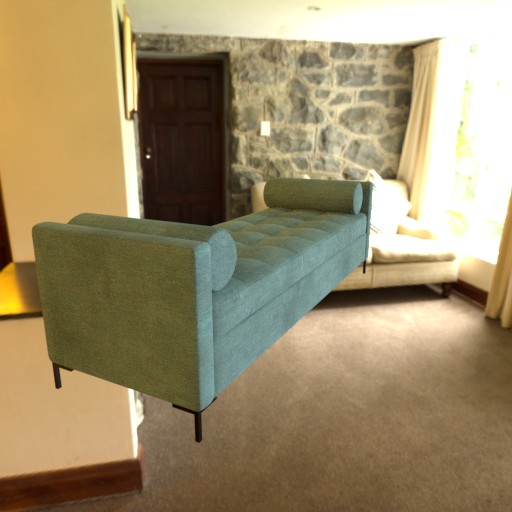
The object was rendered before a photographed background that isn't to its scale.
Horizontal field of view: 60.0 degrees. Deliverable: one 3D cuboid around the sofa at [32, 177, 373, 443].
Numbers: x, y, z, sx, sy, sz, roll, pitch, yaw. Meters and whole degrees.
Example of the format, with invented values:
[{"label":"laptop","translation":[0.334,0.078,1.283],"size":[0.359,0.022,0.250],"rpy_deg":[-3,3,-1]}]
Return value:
[{"label":"sofa","translation":[0.000,0.000,2.261],"size":[0.686,0.635,1.981],"rpy_deg":[8,17,27]}]
